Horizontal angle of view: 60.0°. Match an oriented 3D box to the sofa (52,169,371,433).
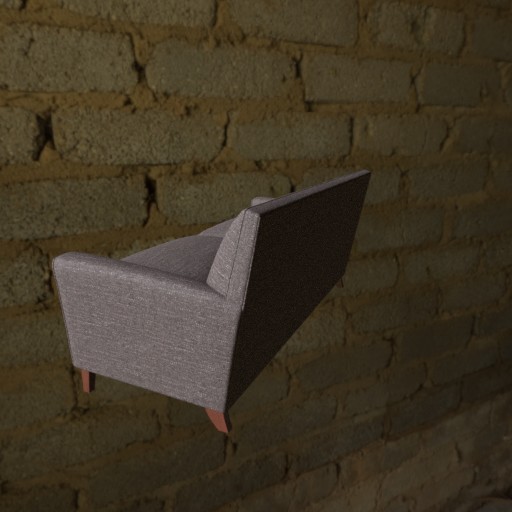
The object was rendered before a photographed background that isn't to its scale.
[{"bbox_3d":[0.000,0.000,2.452,0.875,0.846,1.976,7,16,23],"label":"sofa"}]
